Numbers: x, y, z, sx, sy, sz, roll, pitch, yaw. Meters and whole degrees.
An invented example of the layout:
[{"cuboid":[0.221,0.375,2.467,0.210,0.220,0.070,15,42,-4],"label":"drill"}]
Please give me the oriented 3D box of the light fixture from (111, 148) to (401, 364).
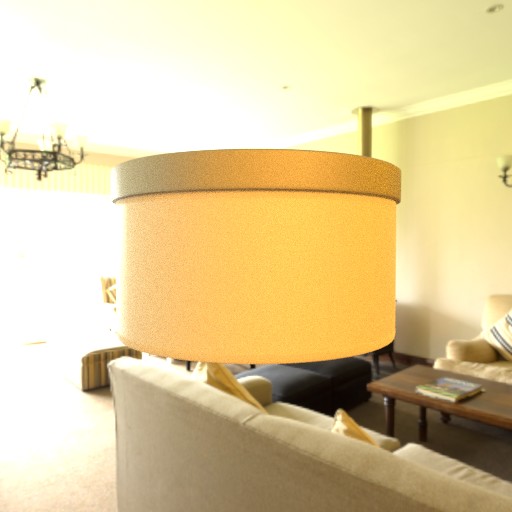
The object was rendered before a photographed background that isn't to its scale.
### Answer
[{"cuboid":[0.000,0.000,0.635,0.393,0.229,0.393,0,2,0],"label":"light fixture"}]
